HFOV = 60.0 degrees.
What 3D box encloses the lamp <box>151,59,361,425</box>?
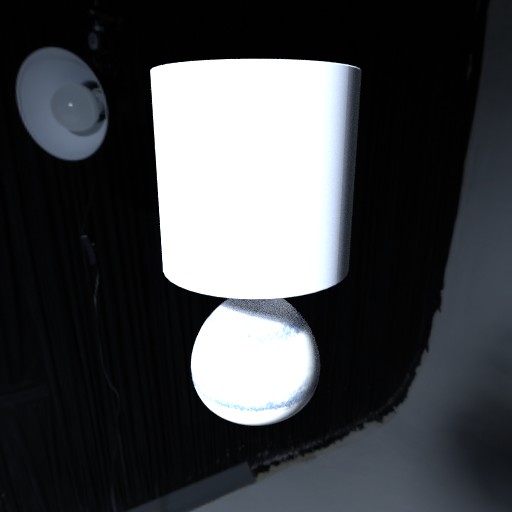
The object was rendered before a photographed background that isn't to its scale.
[{"bbox_3d":[0.000,0.000,0.526,0.216,0.404,0.216,-8,19,-26],"label":"lamp"}]
